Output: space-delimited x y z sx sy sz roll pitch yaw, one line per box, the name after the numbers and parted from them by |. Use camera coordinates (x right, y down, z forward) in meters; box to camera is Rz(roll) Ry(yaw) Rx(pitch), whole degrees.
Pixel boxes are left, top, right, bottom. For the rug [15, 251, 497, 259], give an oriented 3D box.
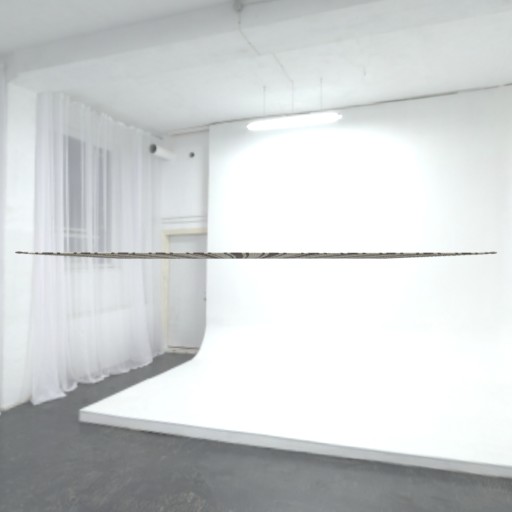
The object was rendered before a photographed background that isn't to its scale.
0.000 0.000 2.978 2.425 0.014 1.563 0 -1 -1 | rug
